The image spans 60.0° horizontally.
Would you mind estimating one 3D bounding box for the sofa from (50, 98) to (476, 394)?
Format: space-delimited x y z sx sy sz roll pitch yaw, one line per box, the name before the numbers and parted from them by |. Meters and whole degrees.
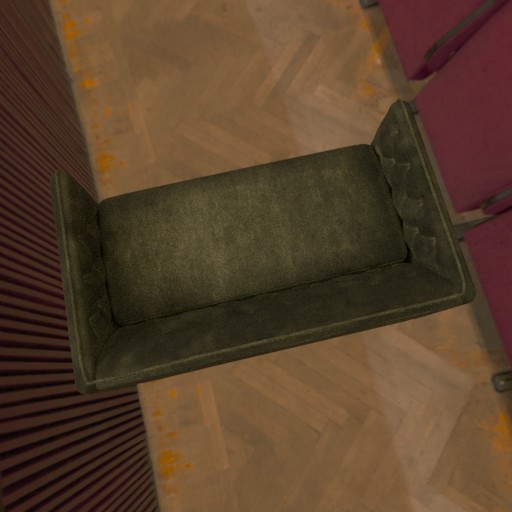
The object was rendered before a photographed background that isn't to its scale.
sofa | 0.000 0.000 2.067 1.537 0.768 0.895 -13 76 -3
